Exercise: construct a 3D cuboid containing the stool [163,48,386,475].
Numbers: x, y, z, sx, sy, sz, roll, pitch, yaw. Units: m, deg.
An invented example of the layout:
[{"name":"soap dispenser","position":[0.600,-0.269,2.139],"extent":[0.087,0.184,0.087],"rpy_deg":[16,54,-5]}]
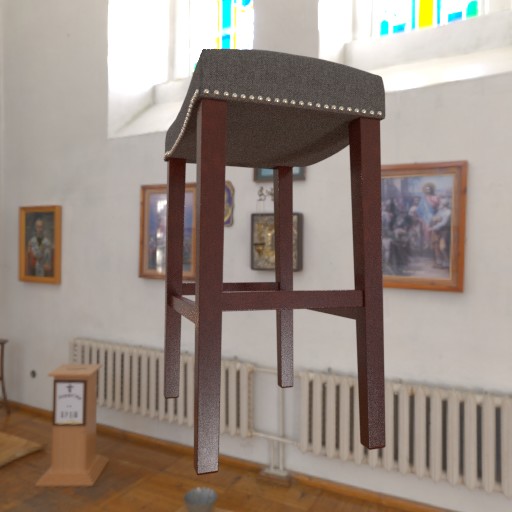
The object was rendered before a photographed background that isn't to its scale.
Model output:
[{"name":"stool","position":[0.000,0.000,1.024],"extent":[0.372,0.742,0.504],"rpy_deg":[0,-1,-18]}]
